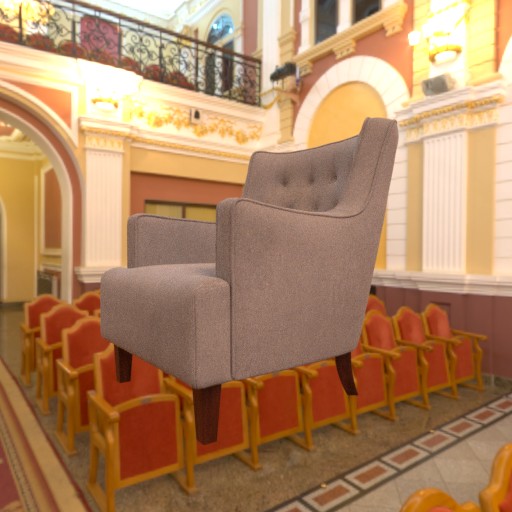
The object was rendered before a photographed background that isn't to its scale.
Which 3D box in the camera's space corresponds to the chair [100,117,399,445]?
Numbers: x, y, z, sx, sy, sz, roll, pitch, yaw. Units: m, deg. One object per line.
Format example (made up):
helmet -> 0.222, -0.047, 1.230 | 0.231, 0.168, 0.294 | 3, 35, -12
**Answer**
chair -> 0.000, 0.000, 1.583 | 0.910, 0.919, 0.781 | -1, 1, -36
